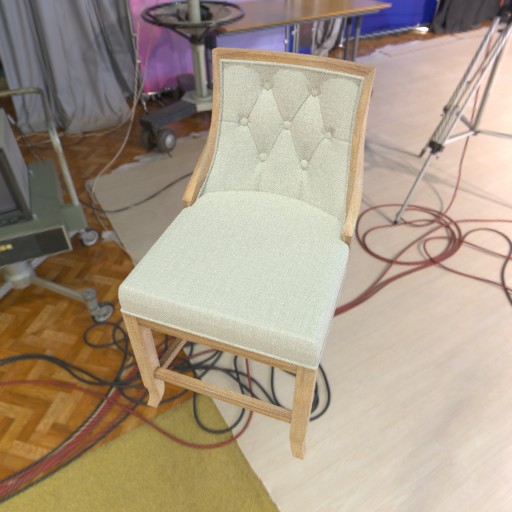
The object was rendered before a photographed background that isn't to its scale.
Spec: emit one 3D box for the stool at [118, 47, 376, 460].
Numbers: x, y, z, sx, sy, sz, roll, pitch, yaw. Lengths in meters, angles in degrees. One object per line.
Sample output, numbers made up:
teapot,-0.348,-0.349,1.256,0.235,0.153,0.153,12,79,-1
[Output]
stool,0.000,0.000,1.277,0.524,0.938,0.626,14,44,15
